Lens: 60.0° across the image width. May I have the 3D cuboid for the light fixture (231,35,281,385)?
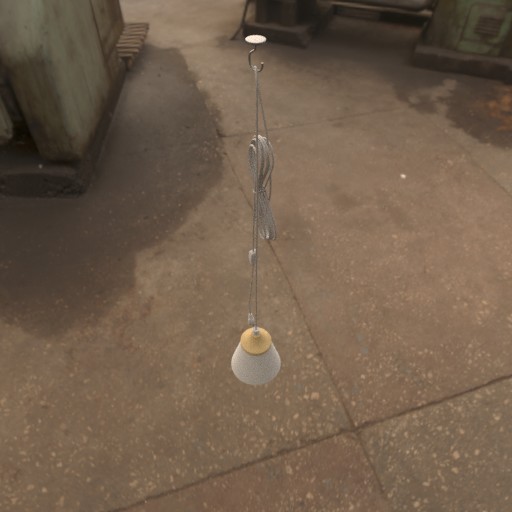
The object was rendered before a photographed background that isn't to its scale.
[{"bbox_3d":[0.000,0.000,1.030,0.153,0.966,0.153,-11,48,-11],"label":"light fixture"}]
